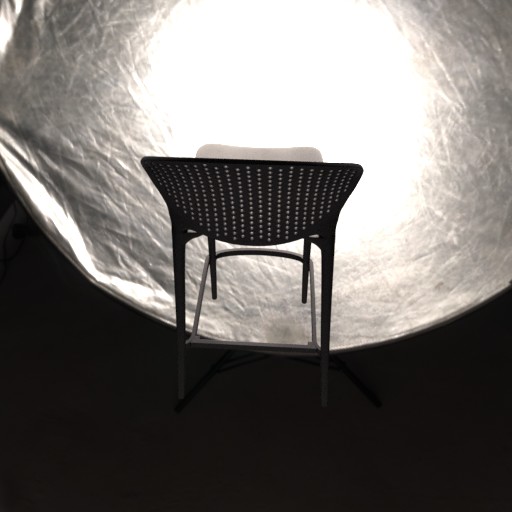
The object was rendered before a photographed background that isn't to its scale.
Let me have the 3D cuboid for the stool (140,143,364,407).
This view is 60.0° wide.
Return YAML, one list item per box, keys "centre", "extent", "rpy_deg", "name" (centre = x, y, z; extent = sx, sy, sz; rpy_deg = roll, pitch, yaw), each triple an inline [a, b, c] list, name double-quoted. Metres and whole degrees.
- centre: [0.000, 0.000, 1.358]
  extent: [0.536, 1.045, 0.535]
  rpy_deg: [2, 46, 2]
  name: "stool"
